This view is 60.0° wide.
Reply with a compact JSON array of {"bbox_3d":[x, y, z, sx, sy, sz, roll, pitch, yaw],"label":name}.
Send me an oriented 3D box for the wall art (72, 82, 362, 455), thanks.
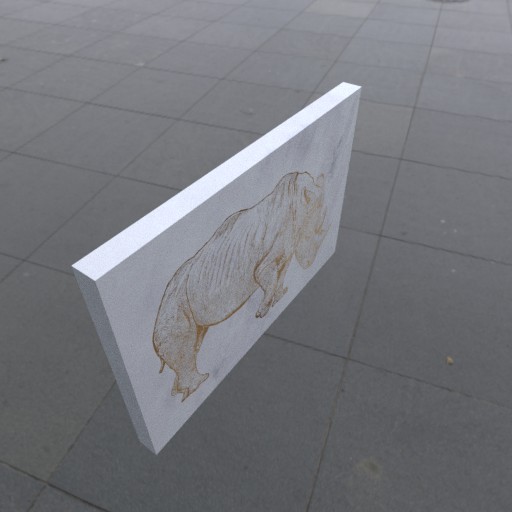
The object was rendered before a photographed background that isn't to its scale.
[{"bbox_3d":[0.000,0.000,0.775,0.038,0.407,0.609,26,49,25],"label":"wall art"}]
